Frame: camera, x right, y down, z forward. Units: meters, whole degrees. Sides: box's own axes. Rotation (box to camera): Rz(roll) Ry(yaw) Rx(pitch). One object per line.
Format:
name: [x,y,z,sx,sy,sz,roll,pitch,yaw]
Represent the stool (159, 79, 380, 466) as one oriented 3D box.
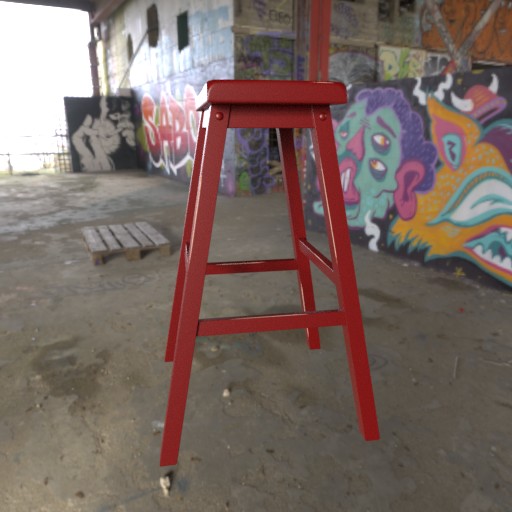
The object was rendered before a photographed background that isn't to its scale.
stool: [0.000,0.000,1.051,0.476,0.737,0.457,-3,16,-9]
